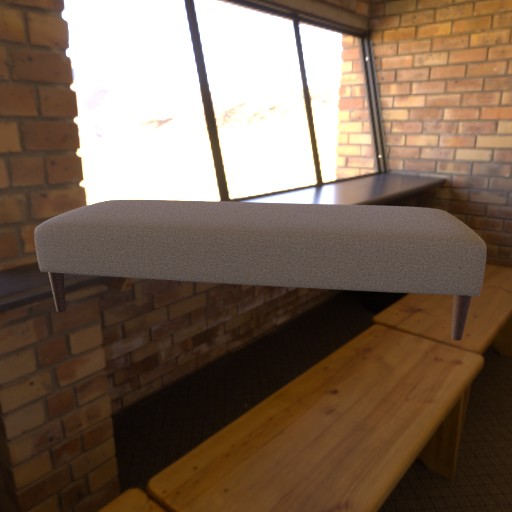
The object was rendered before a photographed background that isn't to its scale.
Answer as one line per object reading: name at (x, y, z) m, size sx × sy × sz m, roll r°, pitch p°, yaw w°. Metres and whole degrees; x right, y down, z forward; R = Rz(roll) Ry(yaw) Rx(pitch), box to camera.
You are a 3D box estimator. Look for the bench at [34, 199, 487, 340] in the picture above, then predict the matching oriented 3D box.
bench at (0.000, 0.000, 1.849) m, size 1.598 × 0.383 × 0.631 m, roll 3°, pitch 17°, yaw 9°
